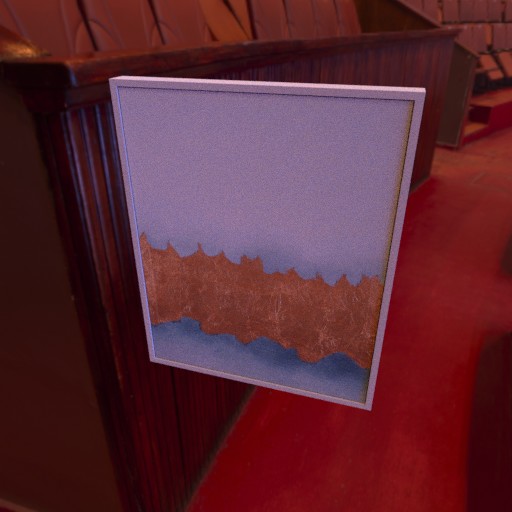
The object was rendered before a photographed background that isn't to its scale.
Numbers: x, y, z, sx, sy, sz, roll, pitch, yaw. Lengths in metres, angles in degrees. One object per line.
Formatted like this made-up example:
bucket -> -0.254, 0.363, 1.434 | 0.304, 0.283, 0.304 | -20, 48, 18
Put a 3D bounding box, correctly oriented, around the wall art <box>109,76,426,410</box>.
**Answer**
wall art -> 0.000, 0.000, 0.755 | 0.451, 0.553, 0.039 | 8, 30, 15
